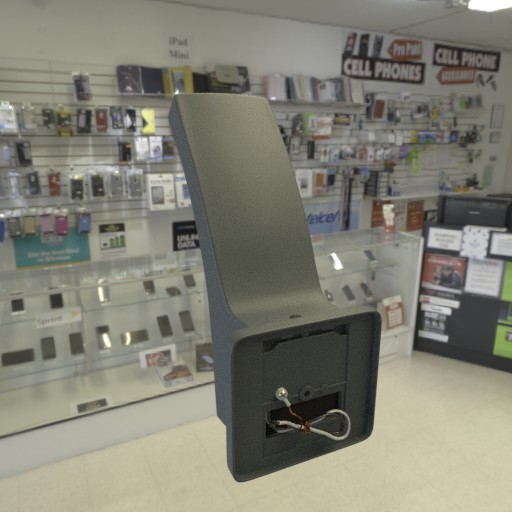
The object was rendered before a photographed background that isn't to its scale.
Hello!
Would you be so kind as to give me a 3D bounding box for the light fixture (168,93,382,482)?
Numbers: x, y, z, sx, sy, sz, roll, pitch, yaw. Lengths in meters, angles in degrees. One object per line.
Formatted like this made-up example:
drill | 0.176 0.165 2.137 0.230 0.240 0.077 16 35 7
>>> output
light fixture | 0.000 0.000 0.336 0.108 0.243 0.174 -7 17 -24
